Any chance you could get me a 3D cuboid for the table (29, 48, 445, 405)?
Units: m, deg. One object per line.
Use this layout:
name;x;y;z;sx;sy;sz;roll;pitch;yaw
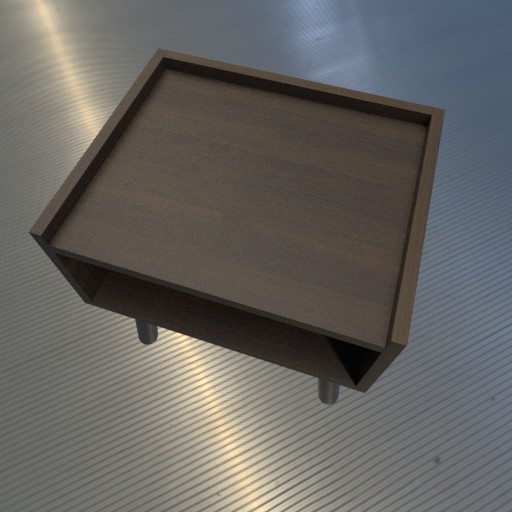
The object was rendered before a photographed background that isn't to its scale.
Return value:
table;0.000;0.000;0.785;0.450;0.470;0.370;16;61;9
